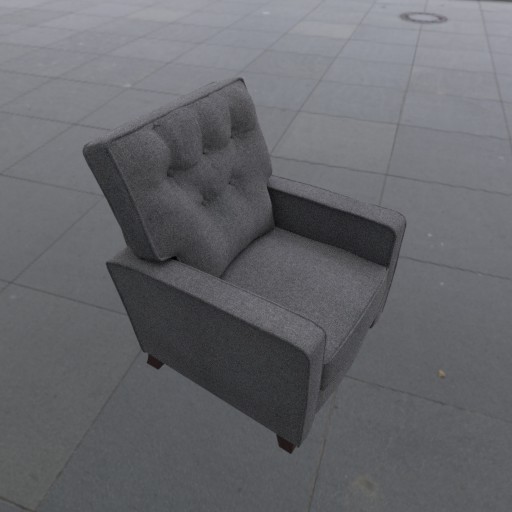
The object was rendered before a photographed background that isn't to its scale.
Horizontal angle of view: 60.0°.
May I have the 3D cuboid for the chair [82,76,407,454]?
[{"bbox_3d":[0.000,0.000,1.405,0.775,0.889,0.650,24,46,25],"label":"chair"}]
